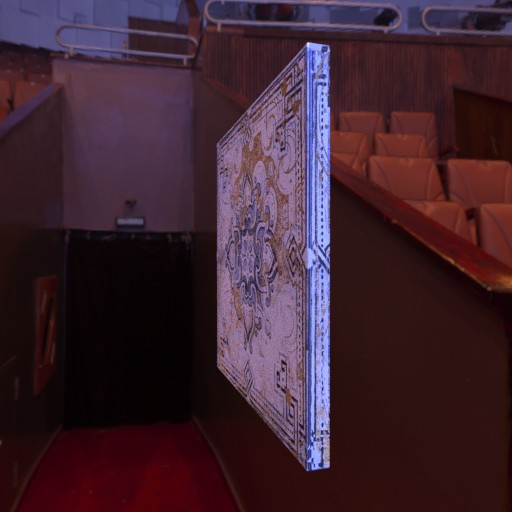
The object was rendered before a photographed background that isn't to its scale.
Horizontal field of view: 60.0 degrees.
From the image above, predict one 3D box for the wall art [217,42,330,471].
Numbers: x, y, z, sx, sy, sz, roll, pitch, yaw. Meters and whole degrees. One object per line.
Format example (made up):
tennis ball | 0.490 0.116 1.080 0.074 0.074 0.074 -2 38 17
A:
wall art | 0.000 0.000 0.922 0.036 0.607 0.609 0 0 -17
